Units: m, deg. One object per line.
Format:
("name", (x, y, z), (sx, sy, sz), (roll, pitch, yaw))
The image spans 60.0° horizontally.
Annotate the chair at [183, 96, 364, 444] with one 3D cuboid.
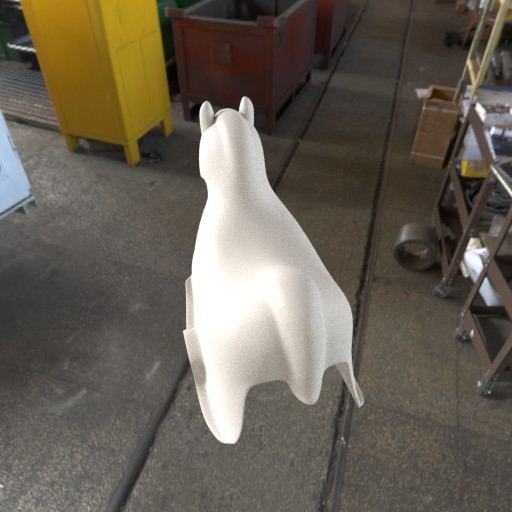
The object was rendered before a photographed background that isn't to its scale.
("chair", (0.000, 0.000, 1.141), (0.429, 0.612, 0.800), (-11, 43, -12))
